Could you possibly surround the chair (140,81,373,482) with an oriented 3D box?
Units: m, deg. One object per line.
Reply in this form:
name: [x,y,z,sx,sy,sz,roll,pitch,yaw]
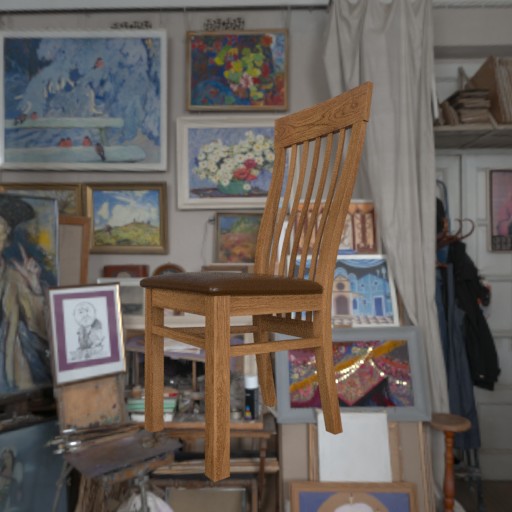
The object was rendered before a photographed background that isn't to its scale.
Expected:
chair: [0.000,0.000,1.352,0.580,1.050,0.450,1,-1,-36]
